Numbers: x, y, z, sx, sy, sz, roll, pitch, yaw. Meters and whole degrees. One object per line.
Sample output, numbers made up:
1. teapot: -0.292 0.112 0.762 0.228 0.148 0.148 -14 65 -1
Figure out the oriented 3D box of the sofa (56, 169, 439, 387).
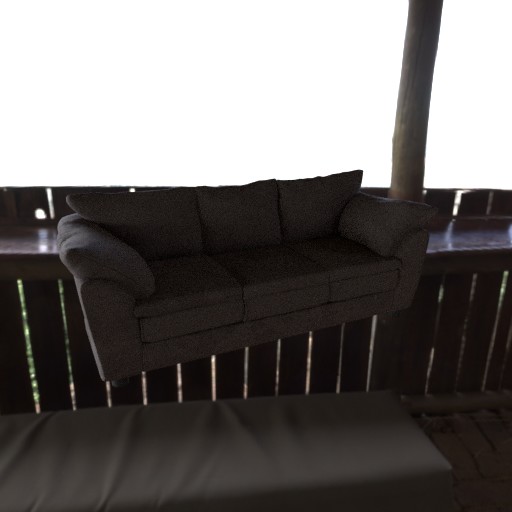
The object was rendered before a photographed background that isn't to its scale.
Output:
1. sofa: 0.000 0.000 2.930 2.377 0.981 0.893 -9 19 -26
